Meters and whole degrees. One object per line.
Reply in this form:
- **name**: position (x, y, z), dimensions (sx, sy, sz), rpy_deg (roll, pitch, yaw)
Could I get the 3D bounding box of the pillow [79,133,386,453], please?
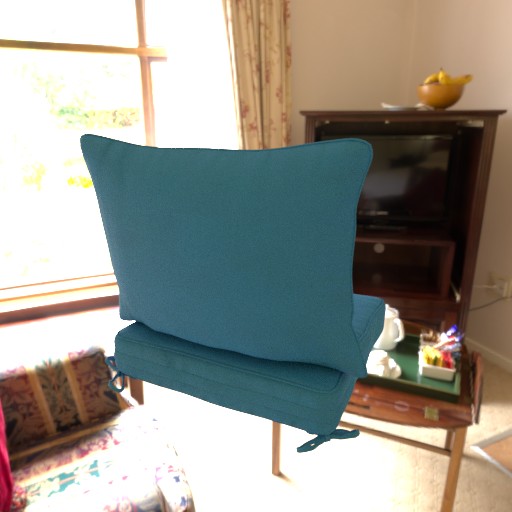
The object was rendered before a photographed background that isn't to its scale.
- **pillow**: position (0.000, 0.000, 1.348), dimensions (0.798, 0.725, 0.733), rpy_deg (8, 19, 25)
